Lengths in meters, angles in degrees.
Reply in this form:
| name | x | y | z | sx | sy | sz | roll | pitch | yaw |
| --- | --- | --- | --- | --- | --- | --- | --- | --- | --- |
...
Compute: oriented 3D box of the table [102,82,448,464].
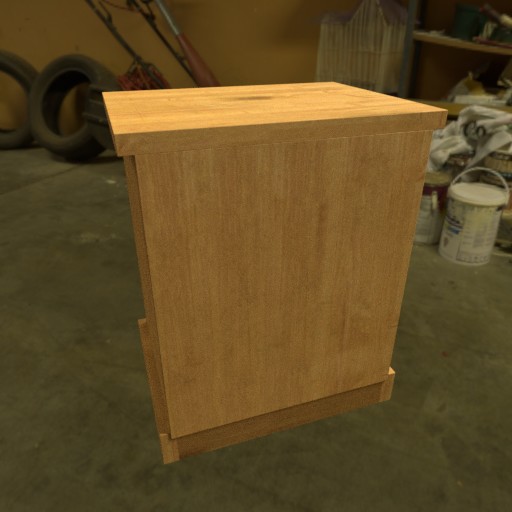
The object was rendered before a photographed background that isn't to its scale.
| name | x | y | z | sx | sy | sz | roll | pitch | yaw |
| --- | --- | --- | --- | --- | --- | --- | --- | --- | --- |
| table | 0.000 | 0.000 | 1.211 | 0.660 | 0.813 | 0.500 | -9 | 29 | -17 |
